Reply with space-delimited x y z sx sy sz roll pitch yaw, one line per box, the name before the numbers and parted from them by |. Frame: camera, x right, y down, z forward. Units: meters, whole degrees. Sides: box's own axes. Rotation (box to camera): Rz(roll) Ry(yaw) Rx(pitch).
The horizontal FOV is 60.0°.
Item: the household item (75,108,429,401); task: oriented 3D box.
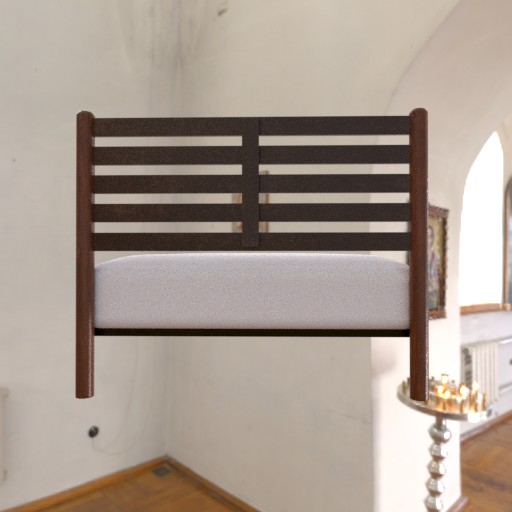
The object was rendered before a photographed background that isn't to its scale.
household item | 0.000 0.000 3.172 1.663 1.356 2.232 0 0 1
